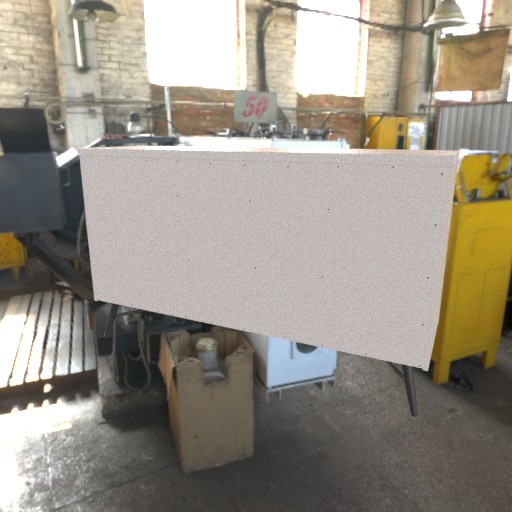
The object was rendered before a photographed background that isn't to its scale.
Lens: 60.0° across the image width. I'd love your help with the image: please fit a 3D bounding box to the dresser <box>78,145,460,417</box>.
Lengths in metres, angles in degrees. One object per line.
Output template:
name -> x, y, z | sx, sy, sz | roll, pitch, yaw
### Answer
dresser -> 0.000, 0.000, 1.951 | 1.524, 0.914, 0.457 | 7, 17, 25
